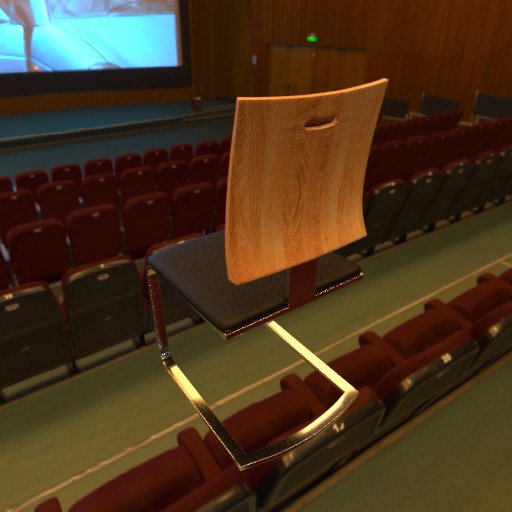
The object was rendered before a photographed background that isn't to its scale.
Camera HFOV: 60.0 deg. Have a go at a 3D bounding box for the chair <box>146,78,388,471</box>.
[{"bbox_3d":[0.000,0.000,1.224,0.462,0.936,0.560,-20,35,-30],"label":"chair"}]
